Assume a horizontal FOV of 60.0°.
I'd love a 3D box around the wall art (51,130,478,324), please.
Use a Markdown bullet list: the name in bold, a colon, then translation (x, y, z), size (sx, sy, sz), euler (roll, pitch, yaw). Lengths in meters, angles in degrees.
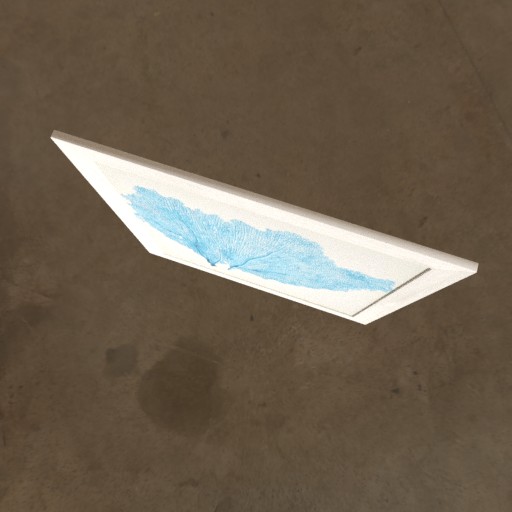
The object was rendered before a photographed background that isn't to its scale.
- **wall art**: translation (0.000, 0.000, 0.857), size (0.584, 0.584, 0.013), euler (18, 76, 5)
